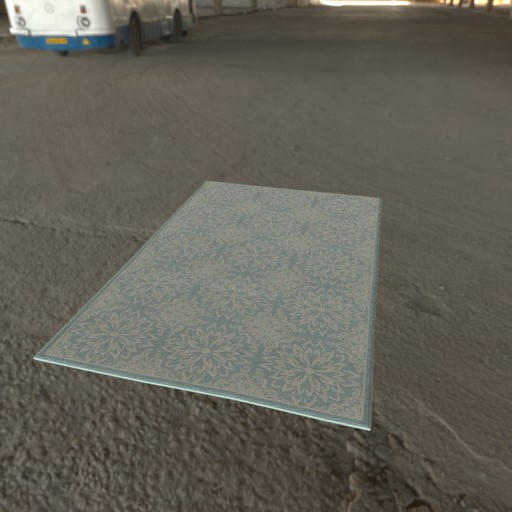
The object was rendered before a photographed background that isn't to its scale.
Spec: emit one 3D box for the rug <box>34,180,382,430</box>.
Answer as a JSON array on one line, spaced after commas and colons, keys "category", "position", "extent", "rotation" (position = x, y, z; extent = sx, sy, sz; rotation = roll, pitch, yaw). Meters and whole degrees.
[{"category": "rug", "position": [0.000, 0.000, 2.264], "extent": [1.219, 0.012, 1.840], "rotation": [8, 32, 13]}]
